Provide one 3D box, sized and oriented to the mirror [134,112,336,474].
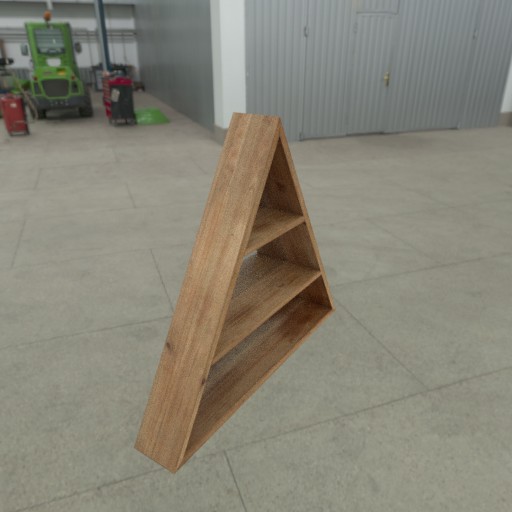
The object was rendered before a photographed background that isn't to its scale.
[{"bbox_3d":[0.000,0.000,0.892,0.100,0.548,0.631,16,30,31],"label":"mirror"}]
